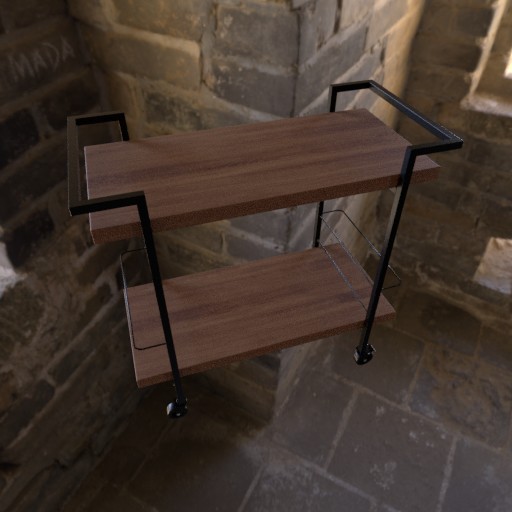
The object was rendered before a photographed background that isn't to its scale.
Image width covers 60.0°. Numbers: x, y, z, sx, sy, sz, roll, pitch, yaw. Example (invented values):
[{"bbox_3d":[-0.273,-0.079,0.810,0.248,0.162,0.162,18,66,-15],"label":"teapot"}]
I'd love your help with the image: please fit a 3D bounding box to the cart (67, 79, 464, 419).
[{"bbox_3d":[0.000,0.000,1.247,0.806,0.762,0.406,-12,42,-14],"label":"cart"}]
